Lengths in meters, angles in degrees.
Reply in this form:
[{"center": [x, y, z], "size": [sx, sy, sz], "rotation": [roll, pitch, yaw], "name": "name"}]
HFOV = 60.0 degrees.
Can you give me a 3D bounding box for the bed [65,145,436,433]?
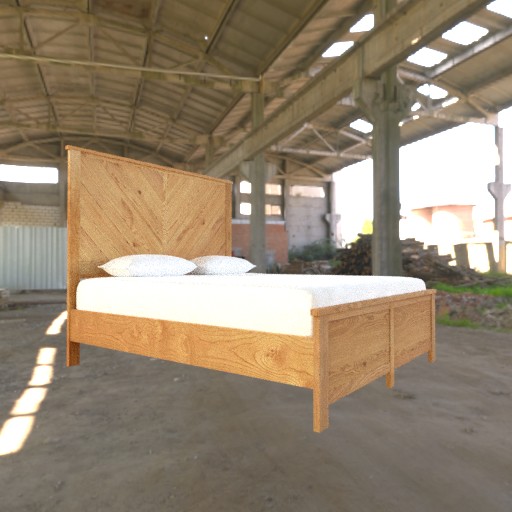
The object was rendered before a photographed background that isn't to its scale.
[{"center": [0.000, 0.000, 4.016], "size": [2.530, 1.938, 2.225], "rotation": [-1, -1, 37], "name": "bed"}]
